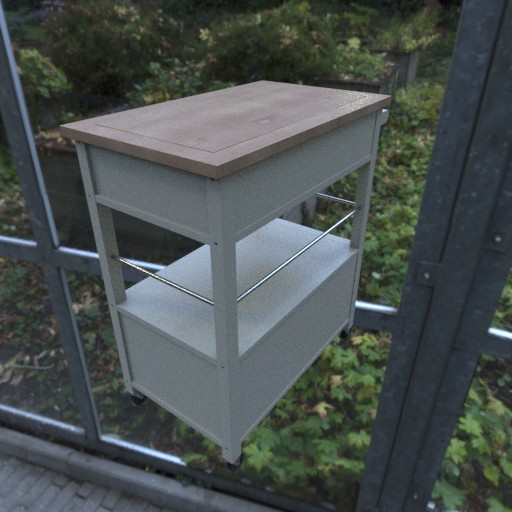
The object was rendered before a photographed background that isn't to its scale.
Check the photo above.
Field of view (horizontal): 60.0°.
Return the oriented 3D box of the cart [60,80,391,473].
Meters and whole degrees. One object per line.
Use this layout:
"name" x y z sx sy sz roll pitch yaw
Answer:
"cart" 0.000 0.000 1.376 0.459 0.901 0.840 20 36 31
